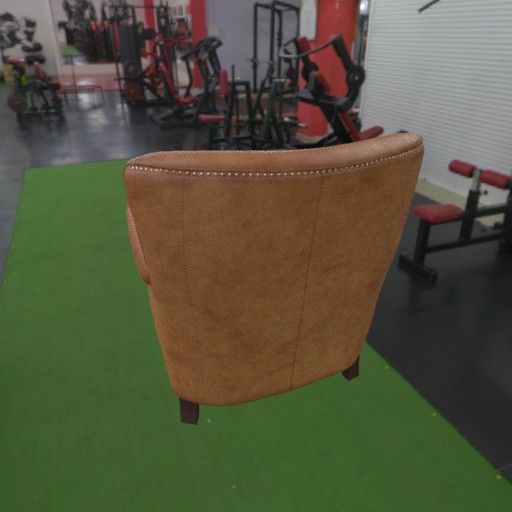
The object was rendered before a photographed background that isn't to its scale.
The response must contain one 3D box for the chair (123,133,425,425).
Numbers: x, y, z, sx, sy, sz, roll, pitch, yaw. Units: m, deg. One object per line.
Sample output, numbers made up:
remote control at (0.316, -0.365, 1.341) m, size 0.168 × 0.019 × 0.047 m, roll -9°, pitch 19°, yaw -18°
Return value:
chair at (0.000, 0.000, 1.593) m, size 0.861 × 0.936 × 0.921 m, roll -9°, pitch 28°, yaw -18°
